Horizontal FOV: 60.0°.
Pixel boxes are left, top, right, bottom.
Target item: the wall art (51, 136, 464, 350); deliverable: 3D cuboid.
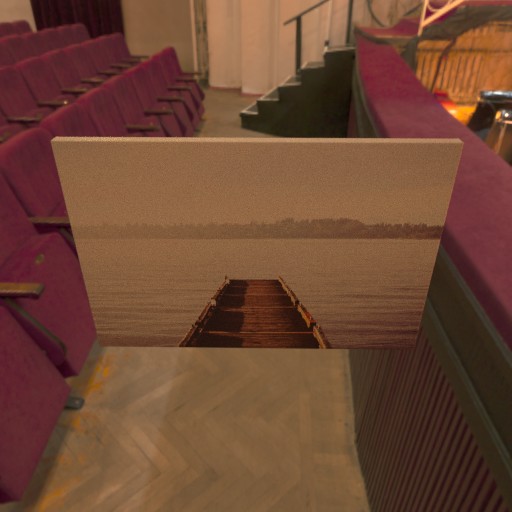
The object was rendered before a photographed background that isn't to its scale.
[{"bbox_3d":[0.000,0.000,0.773,0.615,0.410,0.021,0,31,1],"label":"wall art"}]
